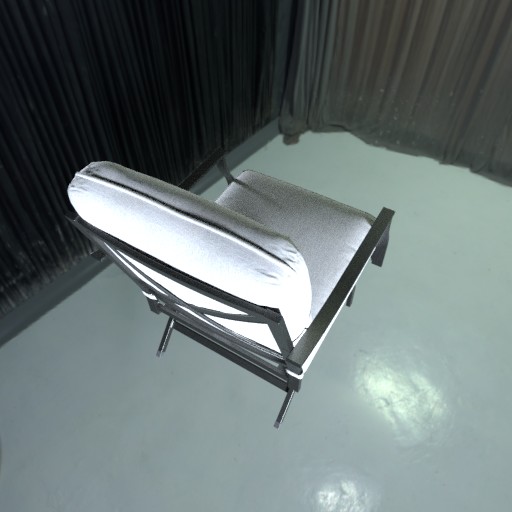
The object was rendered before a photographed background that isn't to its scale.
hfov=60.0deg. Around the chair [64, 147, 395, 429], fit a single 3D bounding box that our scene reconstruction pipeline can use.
[{"bbox_3d":[0.000,0.000,1.391,0.650,0.860,0.787,24,52,21],"label":"chair"}]
